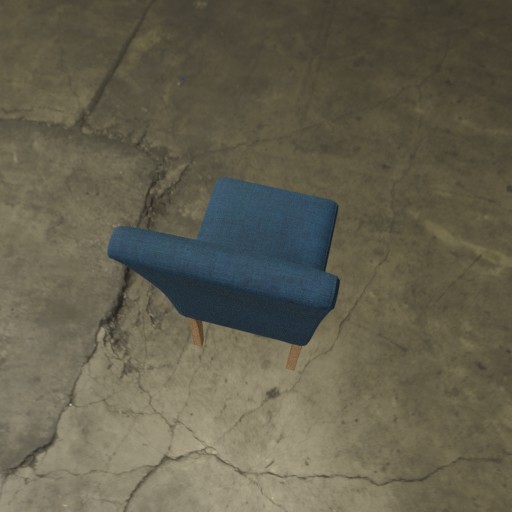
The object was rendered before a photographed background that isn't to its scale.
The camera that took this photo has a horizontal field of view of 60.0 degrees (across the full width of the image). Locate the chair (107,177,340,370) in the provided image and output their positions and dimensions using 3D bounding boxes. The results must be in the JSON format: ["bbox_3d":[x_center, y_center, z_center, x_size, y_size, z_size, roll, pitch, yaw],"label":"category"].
[{"bbox_3d":[0.000,0.000,1.377,0.450,1.029,0.610,13,65,6],"label":"chair"}]
